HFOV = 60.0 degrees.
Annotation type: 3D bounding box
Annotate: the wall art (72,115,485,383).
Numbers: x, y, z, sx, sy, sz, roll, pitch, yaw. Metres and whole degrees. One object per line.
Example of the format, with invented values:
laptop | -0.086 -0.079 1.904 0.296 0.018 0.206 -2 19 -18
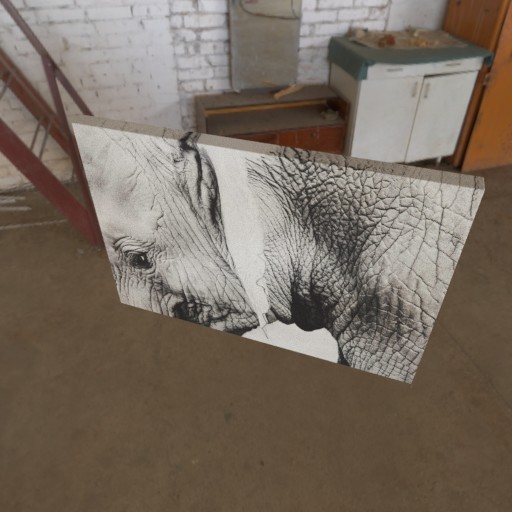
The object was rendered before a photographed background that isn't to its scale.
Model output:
wall art | 0.000 0.000 0.769 0.613 0.407 0.035 13 41 15
